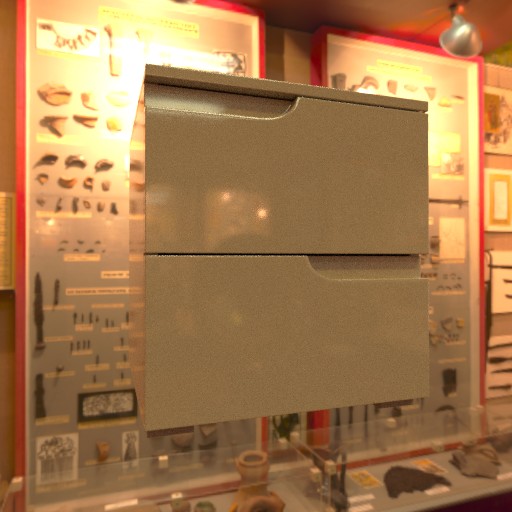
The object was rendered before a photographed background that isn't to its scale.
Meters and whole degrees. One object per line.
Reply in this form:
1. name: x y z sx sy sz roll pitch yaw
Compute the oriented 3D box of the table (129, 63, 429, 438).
1. table: 0.000 0.000 0.796 0.420 0.470 0.400 0 0 -19
